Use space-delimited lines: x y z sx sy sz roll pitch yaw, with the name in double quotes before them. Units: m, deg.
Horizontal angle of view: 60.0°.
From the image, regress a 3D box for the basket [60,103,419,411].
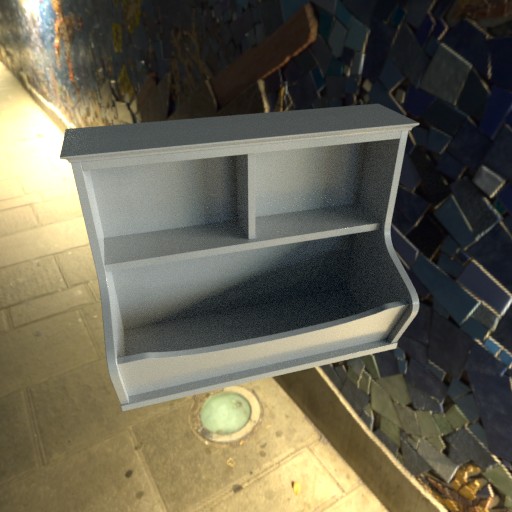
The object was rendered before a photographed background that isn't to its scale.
"basket" 0.000 0.000 1.101 0.780 0.600 0.350 -9 34 -14
